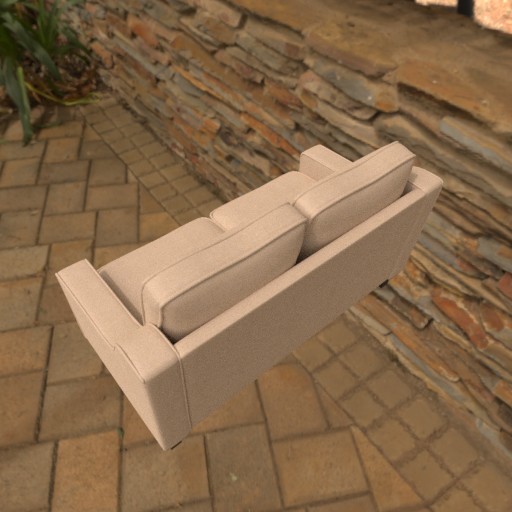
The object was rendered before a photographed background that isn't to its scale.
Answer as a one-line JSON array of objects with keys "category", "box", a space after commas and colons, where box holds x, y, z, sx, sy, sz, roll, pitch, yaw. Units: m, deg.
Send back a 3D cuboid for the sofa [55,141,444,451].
[{"category": "sofa", "box": [0.000, 0.000, 3.435, 2.587, 1.562, 1.351, -31, 53, -27]}]
